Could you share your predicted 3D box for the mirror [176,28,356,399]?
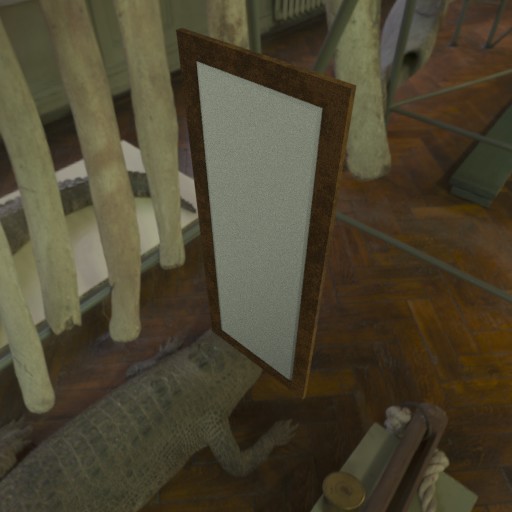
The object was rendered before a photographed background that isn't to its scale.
[{"bbox_3d":[0.000,0.000,2.298,0.812,2.031,0.032,31,53,28],"label":"mirror"}]
